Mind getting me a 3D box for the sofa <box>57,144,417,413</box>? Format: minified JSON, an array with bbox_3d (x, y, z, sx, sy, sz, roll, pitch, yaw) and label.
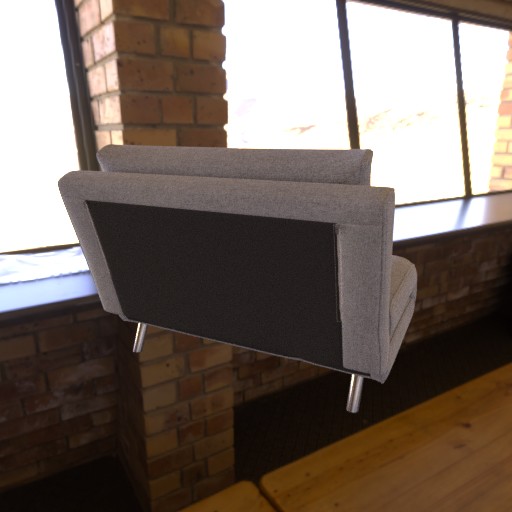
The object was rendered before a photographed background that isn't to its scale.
[{"bbox_3d":[0.000,0.000,1.862,1.220,0.910,0.910,8,18,26],"label":"sofa"}]
